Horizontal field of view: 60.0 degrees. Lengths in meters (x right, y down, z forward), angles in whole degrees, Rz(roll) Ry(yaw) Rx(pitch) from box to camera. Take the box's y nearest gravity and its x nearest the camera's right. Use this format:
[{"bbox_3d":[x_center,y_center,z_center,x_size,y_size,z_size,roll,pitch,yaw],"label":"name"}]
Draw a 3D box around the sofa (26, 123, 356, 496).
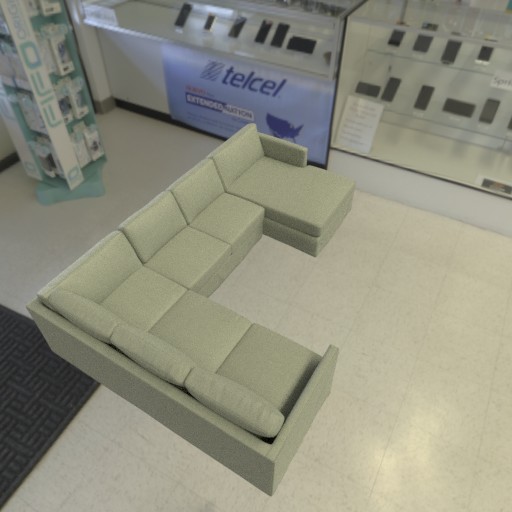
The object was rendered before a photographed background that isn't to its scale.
[{"bbox_3d":[0.000,0.000,4.460,2.427,0.882,3.460,24,50,22],"label":"sofa"}]
